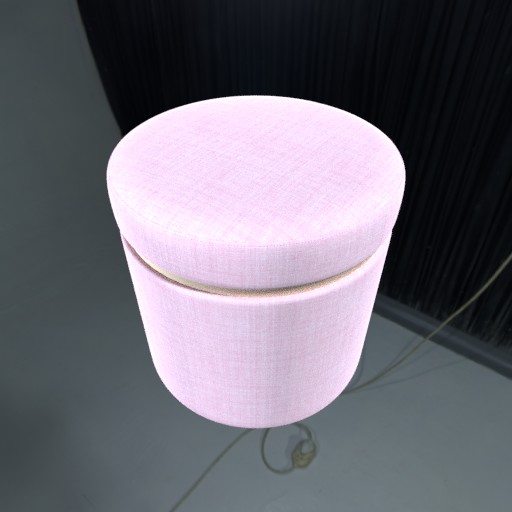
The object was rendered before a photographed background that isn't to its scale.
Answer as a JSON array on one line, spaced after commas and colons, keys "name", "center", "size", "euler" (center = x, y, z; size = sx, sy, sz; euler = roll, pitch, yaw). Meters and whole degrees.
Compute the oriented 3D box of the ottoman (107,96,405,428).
[{"name": "ottoman", "center": [0.000, 0.000, 0.725], "size": [0.400, 0.406, 0.400], "euler": [0, 41, 0]}]
